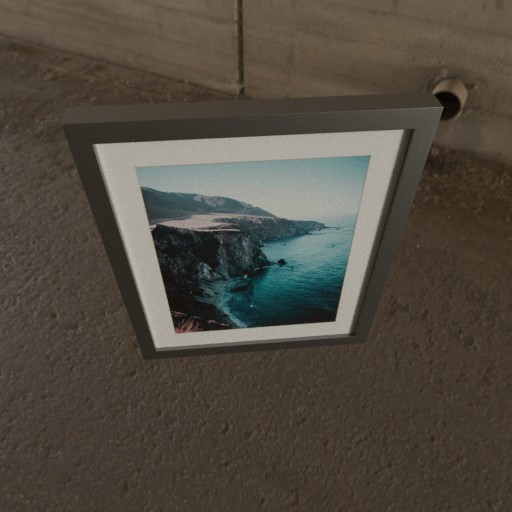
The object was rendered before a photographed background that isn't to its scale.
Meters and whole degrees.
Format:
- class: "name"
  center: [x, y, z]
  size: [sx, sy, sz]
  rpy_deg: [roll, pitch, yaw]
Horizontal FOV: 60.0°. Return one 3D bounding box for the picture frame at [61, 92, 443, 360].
- class: "picture frame"
  center: [0.000, 0.000, 1.344]
  size: [0.839, 0.968, 0.073]
  rpy_deg: [-4, 47, -3]
